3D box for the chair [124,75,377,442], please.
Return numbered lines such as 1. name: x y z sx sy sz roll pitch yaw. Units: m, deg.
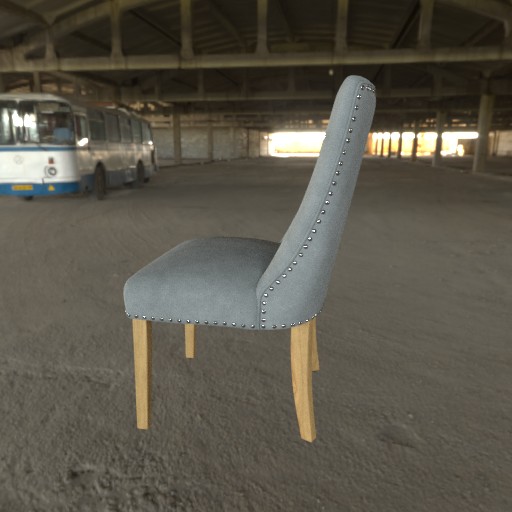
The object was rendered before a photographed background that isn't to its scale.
1. chair: 0.000 0.000 1.274 0.610 0.902 0.495 2 14 9
